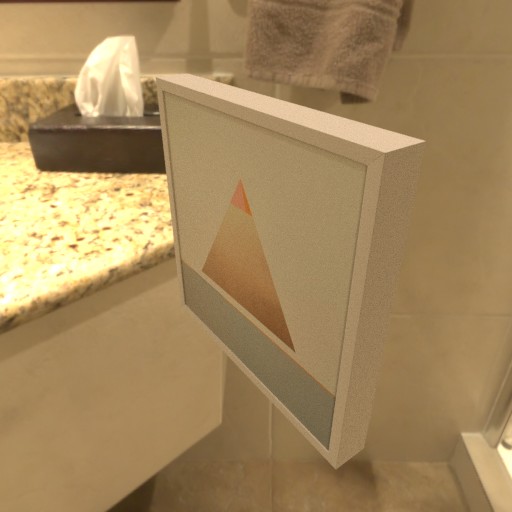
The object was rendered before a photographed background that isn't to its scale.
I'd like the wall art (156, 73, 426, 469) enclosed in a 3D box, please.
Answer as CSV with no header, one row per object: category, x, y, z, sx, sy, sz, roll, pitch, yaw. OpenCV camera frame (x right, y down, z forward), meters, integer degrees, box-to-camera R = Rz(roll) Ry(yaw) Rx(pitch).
wall art,0.000,0.000,0.450,0.038,0.304,0.305,-21,37,-30
